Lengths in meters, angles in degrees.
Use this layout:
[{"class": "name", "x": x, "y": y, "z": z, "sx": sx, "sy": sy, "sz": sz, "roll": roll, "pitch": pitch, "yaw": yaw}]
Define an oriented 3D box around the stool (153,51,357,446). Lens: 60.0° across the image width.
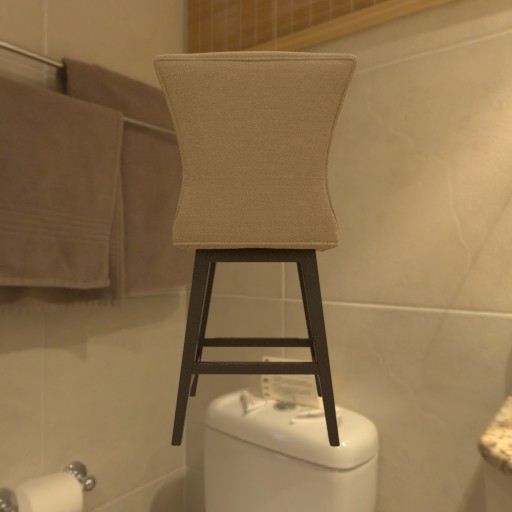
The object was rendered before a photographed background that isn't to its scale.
[{"class": "stool", "x": 0.000, "y": 0.000, "z": 1.332, "sx": 0.514, "sy": 1.000, "sz": 0.574, "roll": 0, "pitch": 0, "yaw": 1}]
